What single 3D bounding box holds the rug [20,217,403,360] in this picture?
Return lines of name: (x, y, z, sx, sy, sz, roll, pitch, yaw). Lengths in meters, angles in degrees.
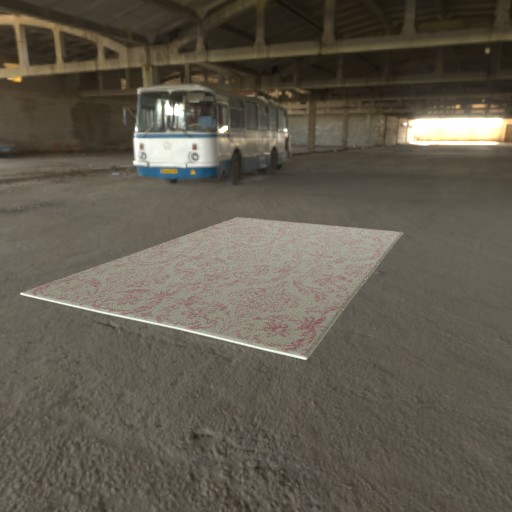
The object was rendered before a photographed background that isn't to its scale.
rug: (0.000, 0.000, 3.463, 1.819, 0.018, 2.746, 7, 17, 25)
